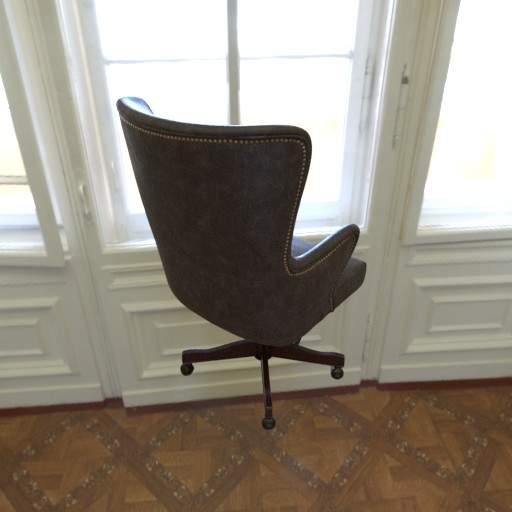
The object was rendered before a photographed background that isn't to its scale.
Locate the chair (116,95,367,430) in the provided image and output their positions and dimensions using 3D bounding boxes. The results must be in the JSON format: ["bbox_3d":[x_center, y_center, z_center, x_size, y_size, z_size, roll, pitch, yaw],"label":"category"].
[{"bbox_3d":[0.000,0.000,1.482,0.594,1.037,0.717,22,37,33],"label":"chair"}]
